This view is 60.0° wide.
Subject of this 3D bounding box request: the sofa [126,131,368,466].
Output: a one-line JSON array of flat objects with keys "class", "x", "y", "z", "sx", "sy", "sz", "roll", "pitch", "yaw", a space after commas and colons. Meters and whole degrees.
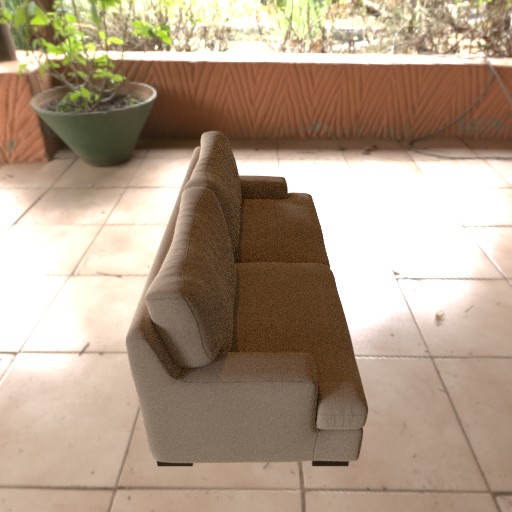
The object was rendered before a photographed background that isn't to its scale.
[{"class": "sofa", "x": 0.000, "y": 0.000, "z": 2.606, "sx": 0.929, "sy": 0.925, "sz": 2.147, "roll": 0, "pitch": 32, "yaw": 0}]
